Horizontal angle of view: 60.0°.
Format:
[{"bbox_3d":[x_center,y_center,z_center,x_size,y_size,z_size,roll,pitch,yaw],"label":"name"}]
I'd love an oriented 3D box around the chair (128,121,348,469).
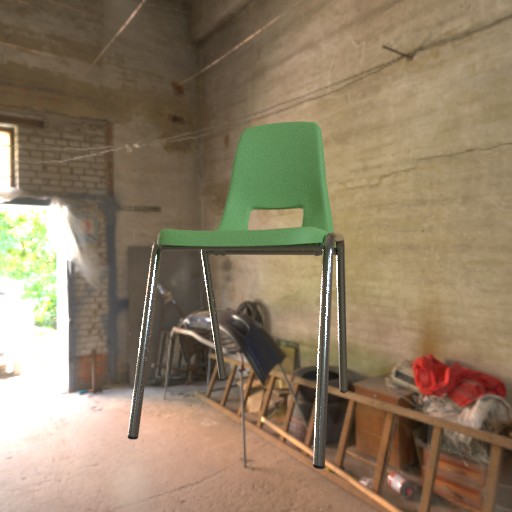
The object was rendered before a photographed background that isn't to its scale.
[{"bbox_3d":[0.000,0.000,0.989,0.381,0.704,0.436,0,1,18],"label":"chair"}]
